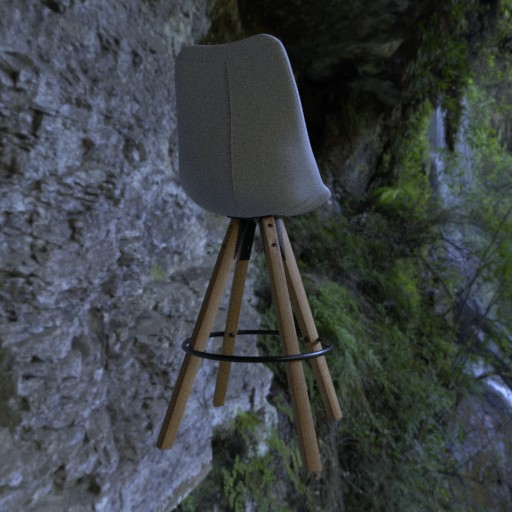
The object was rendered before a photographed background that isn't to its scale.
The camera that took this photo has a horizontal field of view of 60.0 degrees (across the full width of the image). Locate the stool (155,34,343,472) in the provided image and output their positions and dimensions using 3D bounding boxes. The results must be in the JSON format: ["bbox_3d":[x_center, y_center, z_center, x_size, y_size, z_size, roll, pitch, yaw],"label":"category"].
[{"bbox_3d":[0.000,0.000,1.396,0.484,1.115,0.550,0,-1,18],"label":"stool"}]
